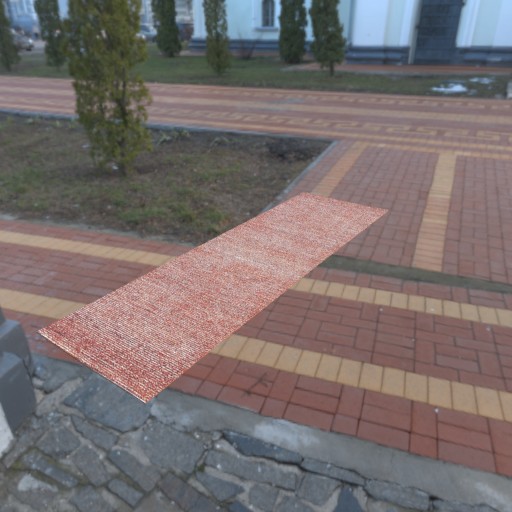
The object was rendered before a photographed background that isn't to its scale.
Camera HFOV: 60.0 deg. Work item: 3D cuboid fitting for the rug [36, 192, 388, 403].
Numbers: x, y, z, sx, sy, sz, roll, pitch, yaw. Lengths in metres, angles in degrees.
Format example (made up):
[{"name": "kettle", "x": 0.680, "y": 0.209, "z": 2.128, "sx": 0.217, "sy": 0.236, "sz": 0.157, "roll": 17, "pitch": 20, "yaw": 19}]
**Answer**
[{"name": "rug", "x": 0.000, "y": 0.000, "z": 2.626, "sx": 0.718, "sy": 0.013, "sz": 2.353, "roll": 19, "pitch": 33, "yaw": 32}]
